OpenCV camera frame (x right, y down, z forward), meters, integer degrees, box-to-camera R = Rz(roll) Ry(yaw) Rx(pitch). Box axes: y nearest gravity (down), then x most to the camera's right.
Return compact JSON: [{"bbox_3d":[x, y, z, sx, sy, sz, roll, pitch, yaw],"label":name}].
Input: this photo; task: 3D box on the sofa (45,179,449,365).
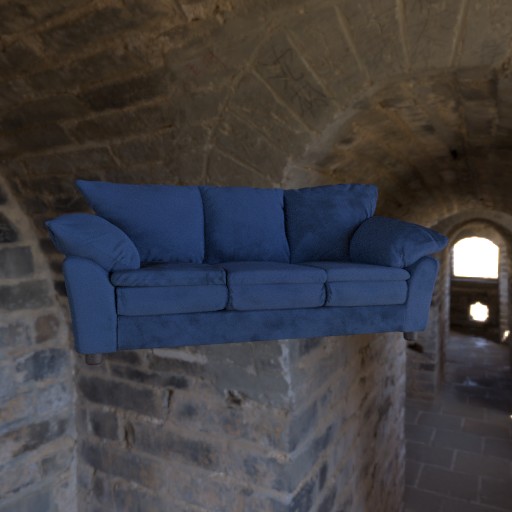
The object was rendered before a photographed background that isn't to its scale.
[{"bbox_3d":[0.000,0.000,2.884,2.390,1.091,0.907,0,1,-18],"label":"sofa"}]
